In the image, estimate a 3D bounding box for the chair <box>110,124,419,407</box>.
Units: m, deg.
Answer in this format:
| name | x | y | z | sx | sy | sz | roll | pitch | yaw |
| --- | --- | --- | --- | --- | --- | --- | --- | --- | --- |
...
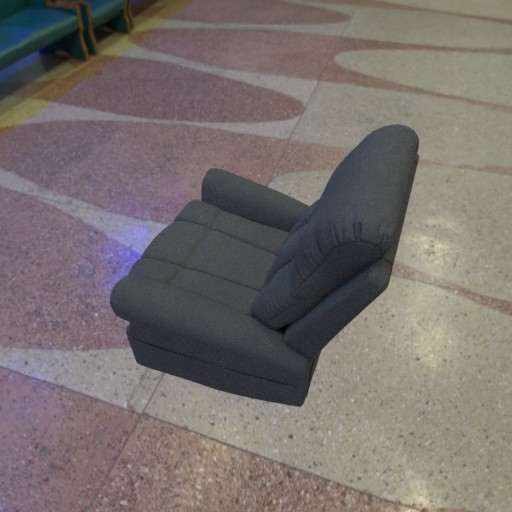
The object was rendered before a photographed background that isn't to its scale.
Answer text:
| name | x | y | z | sx | sy | sz | roll | pitch | yaw |
| --- | --- | --- | --- | --- | --- | --- | --- | --- | --- |
| chair | 0.000 | 0.000 | 1.734 | 0.979 | 1.031 | 0.871 | 16 | 47 | 15 |
